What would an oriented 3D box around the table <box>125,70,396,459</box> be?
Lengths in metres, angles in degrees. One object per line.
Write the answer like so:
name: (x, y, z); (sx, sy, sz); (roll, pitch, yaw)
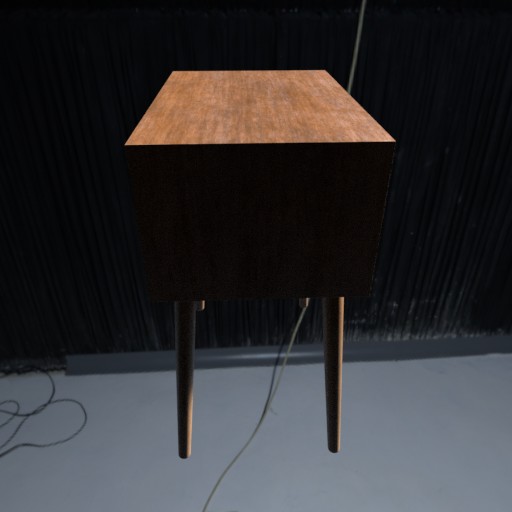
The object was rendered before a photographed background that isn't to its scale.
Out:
table: (0.000, 0.000, 0.838); (0.307, 0.580, 0.454); (-1, 32, -2)
